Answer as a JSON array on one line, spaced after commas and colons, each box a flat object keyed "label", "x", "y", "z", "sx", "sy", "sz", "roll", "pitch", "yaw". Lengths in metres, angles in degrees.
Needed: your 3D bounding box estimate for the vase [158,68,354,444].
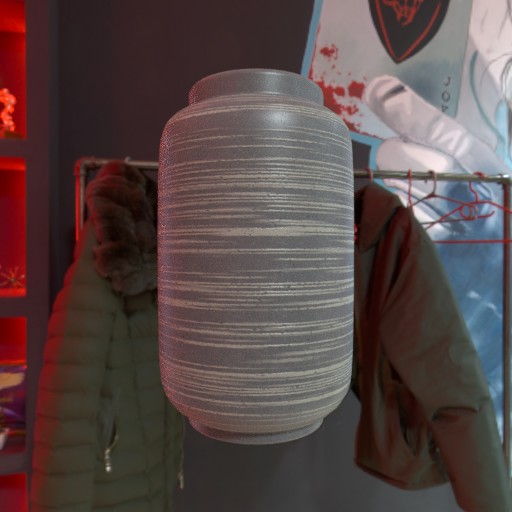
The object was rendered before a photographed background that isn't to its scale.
[{"label": "vase", "x": 0.000, "y": 0.000, "z": 0.686, "sx": 0.297, "sy": 0.499, "sz": 0.297, "roll": 0, "pitch": 1, "yaw": 0}]
